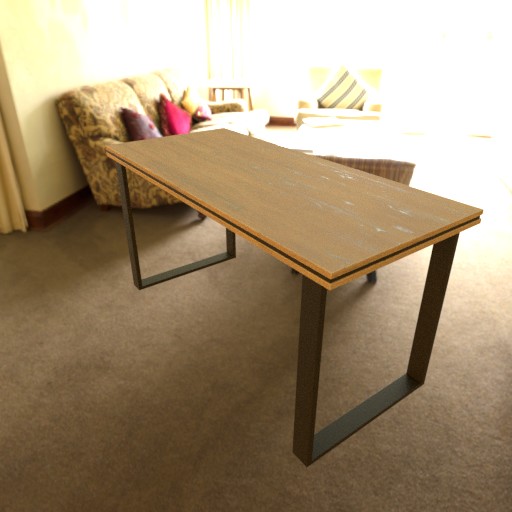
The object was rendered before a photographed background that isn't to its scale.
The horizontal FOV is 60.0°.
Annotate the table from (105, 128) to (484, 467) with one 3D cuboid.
[{"bbox_3d":[0.000,0.000,2.281,0.795,0.899,1.778,-19,33,-32],"label":"table"}]
